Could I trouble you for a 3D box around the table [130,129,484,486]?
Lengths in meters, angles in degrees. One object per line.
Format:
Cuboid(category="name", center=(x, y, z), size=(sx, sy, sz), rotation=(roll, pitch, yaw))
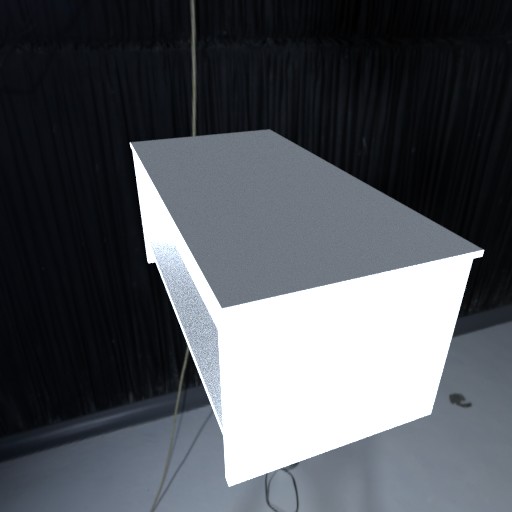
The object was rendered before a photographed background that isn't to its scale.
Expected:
Cuboid(category="table", center=(0.000, 0.000, 1.239), size=(0.500, 0.441, 1.000), rotation=(-11, 31, -19))
